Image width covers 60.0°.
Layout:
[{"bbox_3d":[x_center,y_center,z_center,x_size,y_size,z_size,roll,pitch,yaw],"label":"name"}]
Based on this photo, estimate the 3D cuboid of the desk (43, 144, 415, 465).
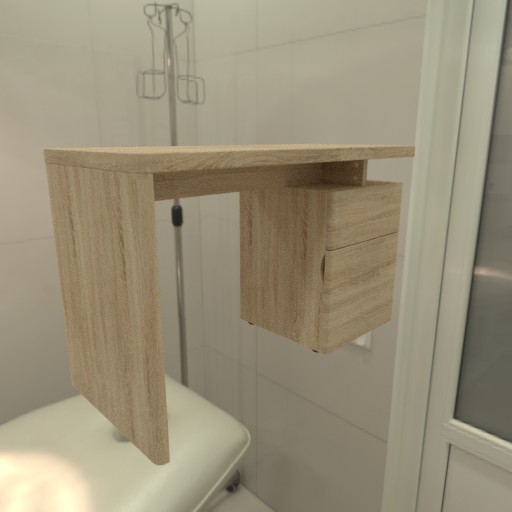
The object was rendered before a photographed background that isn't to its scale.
[{"bbox_3d":[0.000,0.000,1.590,1.200,0.760,0.550,-14,21,-42],"label":"desk"}]
